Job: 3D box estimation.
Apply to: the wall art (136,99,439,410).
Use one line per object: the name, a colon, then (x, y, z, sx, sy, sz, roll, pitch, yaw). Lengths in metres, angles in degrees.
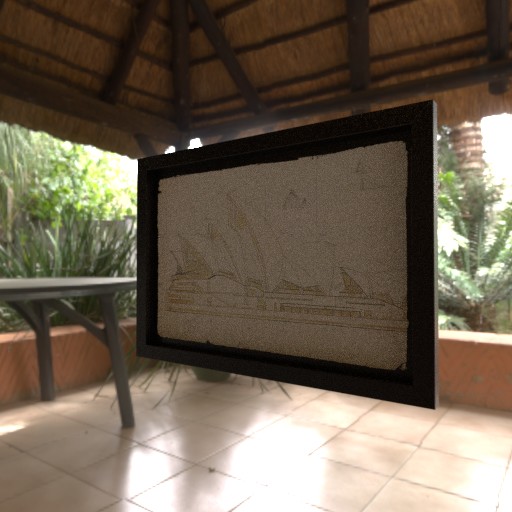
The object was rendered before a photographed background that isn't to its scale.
wall art: (0.000, 0.000, 0.851, 0.657, 0.458, 0.027, -1, -1, 35)
